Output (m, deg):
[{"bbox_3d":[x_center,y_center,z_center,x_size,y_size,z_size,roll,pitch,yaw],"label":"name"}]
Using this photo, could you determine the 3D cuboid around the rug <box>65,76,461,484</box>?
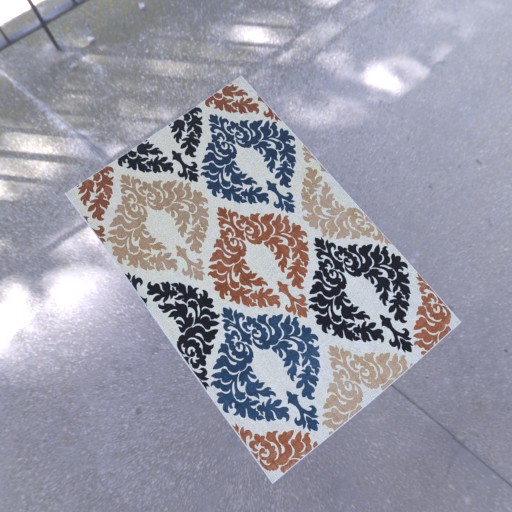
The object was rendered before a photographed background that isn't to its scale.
[{"bbox_3d":[0.000,0.000,2.887,1.514,0.014,2.275,-37,78,-9],"label":"rug"}]
